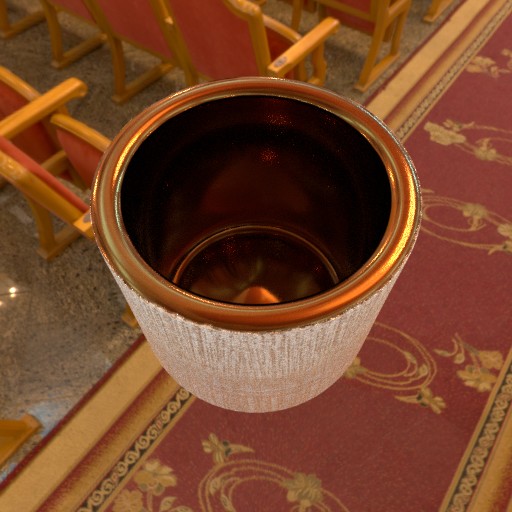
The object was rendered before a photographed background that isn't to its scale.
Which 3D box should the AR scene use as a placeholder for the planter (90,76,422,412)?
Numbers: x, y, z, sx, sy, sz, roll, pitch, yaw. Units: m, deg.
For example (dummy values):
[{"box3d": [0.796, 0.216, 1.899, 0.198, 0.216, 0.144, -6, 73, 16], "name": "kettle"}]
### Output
[{"box3d": [0.000, 0.000, 0.301, 0.177, 0.157, 0.177, 0, 58, 0], "name": "planter"}]
